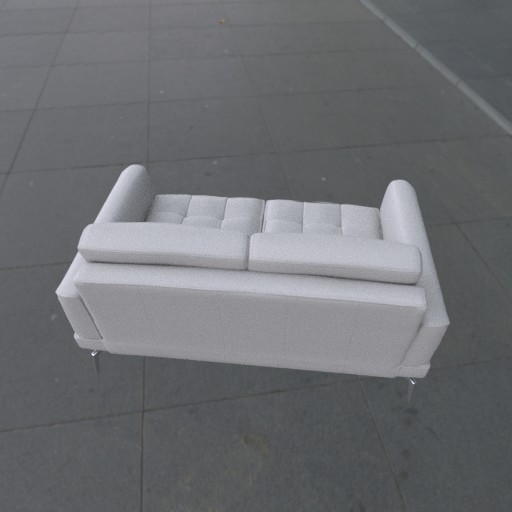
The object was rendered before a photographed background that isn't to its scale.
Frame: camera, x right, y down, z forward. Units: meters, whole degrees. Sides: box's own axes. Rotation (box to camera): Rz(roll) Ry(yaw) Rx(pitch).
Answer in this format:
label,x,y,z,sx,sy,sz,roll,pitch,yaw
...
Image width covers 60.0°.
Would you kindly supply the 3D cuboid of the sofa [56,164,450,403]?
label,x,y,z,sx,sy,sz,roll,pitch,yaw
sofa,0.000,0.000,2.446,1.819,0.930,1.121,4,45,4
